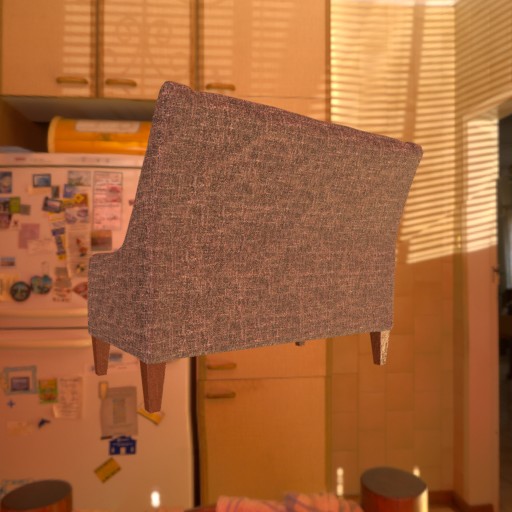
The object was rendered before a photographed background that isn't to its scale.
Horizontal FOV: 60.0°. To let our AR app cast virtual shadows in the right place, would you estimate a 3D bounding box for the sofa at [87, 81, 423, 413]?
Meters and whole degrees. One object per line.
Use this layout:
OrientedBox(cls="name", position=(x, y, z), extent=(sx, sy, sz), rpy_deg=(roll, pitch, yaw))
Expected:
OrientedBox(cls="sofa", position=(0.000, 0.000, 1.953), extent=(1.242, 1.021, 0.870), rpy_deg=(0, -1, -35))
